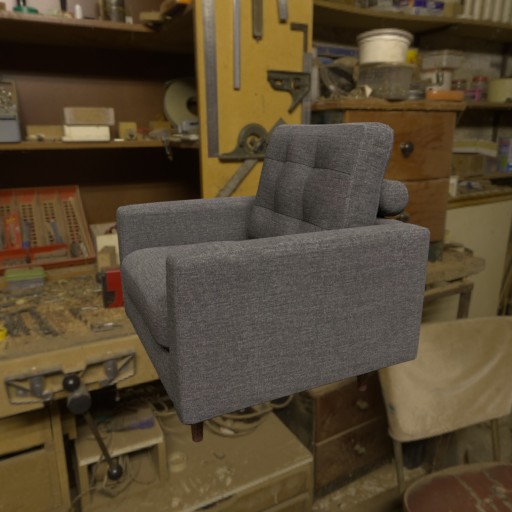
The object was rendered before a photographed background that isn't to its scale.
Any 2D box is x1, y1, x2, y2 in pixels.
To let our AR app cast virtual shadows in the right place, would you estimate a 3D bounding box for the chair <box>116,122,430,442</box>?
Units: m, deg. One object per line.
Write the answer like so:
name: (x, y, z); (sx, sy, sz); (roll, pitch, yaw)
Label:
chair: (0.000, 0.000, 1.531); (0.843, 0.880, 0.821); (-8, 18, -25)
